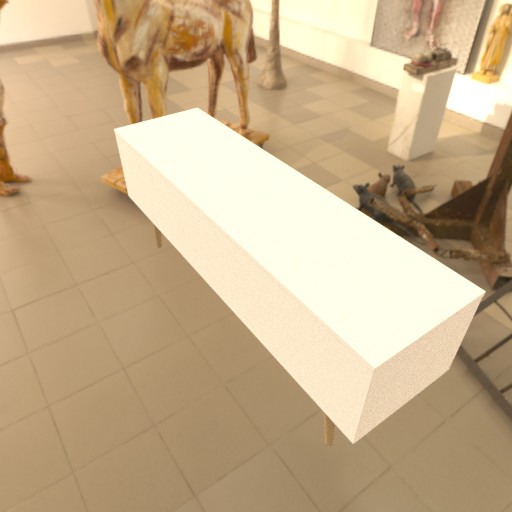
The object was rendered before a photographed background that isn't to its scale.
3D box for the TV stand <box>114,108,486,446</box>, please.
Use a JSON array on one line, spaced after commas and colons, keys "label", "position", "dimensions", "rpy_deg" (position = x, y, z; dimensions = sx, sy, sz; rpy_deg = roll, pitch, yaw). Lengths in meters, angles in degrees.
[{"label": "TV stand", "position": [0.000, 0.000, 1.601], "dimensions": [0.401, 0.560, 1.398], "rpy_deg": [-25, 46, -26]}]
